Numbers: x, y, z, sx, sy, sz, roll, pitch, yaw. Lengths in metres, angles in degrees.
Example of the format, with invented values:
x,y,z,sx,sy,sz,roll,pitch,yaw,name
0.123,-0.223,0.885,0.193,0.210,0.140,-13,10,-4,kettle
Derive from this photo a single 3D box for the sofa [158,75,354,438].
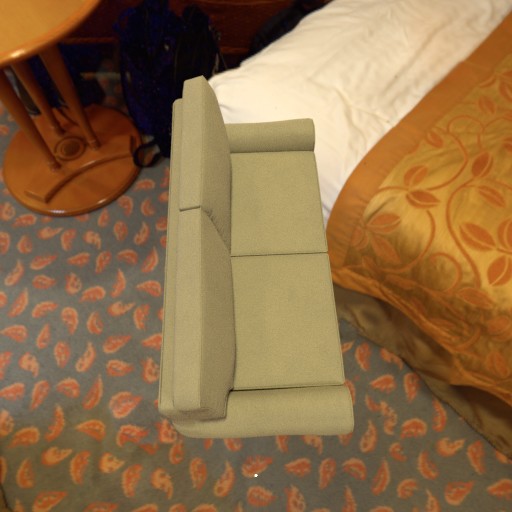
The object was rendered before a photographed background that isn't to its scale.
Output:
x,y,z,sx,sy,sz,roll,pitch,yaw,name
0.000,0.000,2.383,0.841,1.024,1.823,-2,64,-1,sofa
